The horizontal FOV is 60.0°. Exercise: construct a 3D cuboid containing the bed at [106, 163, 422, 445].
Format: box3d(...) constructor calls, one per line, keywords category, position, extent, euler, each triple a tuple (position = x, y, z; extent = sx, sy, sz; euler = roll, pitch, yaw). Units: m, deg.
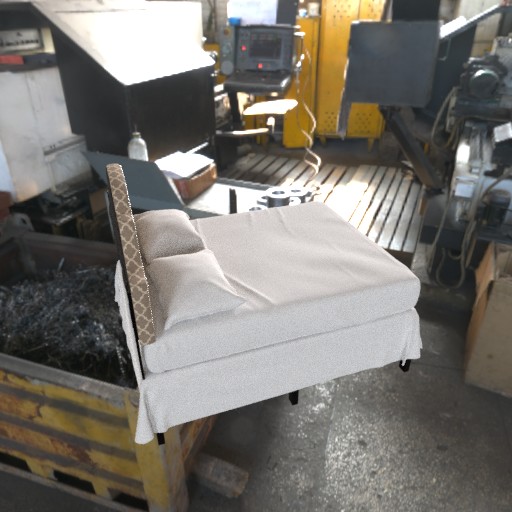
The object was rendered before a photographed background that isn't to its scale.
box3d(category="bed", position=(0.000, 0.000, 3.449), extent=(2.222, 1.633, 1.780), euler=(-10, 32, -17))
